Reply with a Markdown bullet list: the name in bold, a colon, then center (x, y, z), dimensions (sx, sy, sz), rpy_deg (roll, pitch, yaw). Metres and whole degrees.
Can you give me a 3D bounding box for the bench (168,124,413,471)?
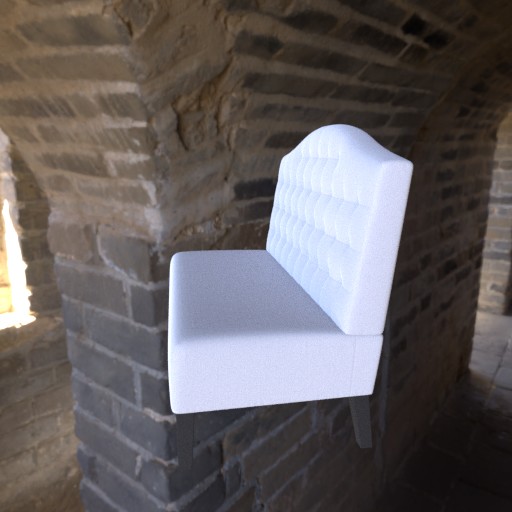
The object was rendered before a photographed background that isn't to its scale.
- **bench**: center (0.000, 0.000, 2.067), dimensions (0.815, 1.180, 1.335), rpy_deg (-2, 14, -10)
